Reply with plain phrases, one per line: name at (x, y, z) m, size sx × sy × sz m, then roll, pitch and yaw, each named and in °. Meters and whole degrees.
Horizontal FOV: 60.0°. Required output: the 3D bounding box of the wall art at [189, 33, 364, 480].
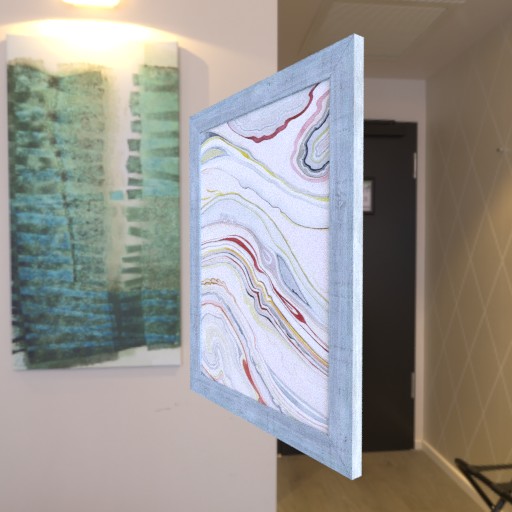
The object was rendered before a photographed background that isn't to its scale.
wall art at (0.000, 0.000, 0.809) m, size 0.020 × 0.613 × 0.481 m, roll -1°, pitch 2°, yaw -36°
